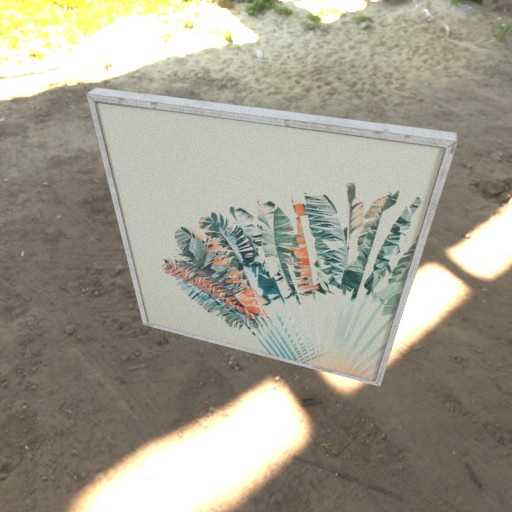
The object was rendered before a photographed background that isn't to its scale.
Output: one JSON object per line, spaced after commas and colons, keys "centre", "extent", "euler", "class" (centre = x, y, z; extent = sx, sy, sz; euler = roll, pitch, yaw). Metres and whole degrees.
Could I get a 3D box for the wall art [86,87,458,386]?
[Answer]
{"centre": [0.000, 0.000, 1.129], "extent": [0.760, 0.757, 0.038], "euler": [12, 42, 13], "class": "wall art"}
